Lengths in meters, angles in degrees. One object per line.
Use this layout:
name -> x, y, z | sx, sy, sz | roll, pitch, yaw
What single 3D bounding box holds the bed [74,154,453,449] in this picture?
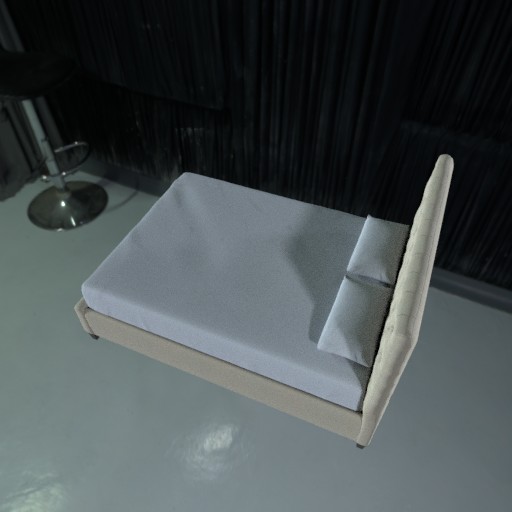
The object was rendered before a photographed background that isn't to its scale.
bed -> 0.000, 0.000, 3.449 | 2.387, 1.427, 1.698 | 17, 49, 16
